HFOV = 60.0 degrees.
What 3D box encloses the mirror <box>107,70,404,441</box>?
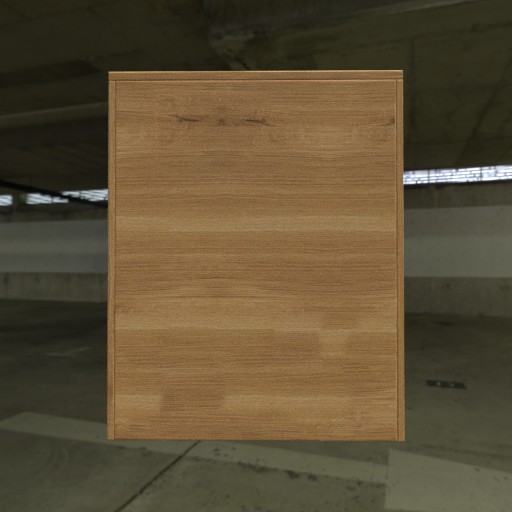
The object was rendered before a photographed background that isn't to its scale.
[{"bbox_3d":[0.000,0.000,1.396,0.800,1.000,0.400,0,-1,1],"label":"mirror"}]
